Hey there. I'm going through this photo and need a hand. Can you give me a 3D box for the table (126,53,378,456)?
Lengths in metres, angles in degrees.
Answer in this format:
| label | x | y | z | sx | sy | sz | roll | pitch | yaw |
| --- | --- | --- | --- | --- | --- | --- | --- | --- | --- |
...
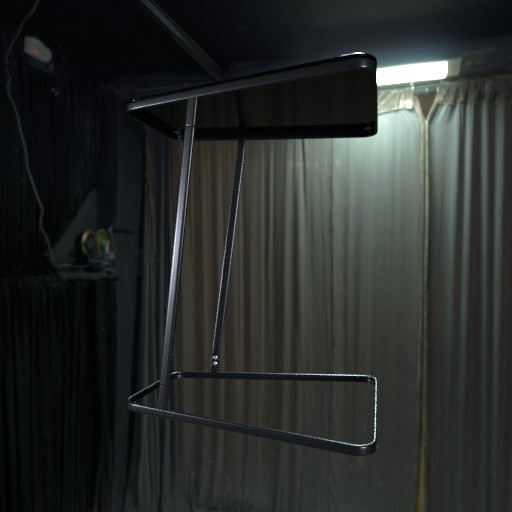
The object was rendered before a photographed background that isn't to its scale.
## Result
| label | x | y | z | sx | sy | sz | roll | pitch | yaw |
| --- | --- | --- | --- | --- | --- | --- | --- | --- | --- |
| table | 0.000 | 0.000 | 0.944 | 0.500 | 0.624 | 0.427 | 0 | 0 | 16 |
